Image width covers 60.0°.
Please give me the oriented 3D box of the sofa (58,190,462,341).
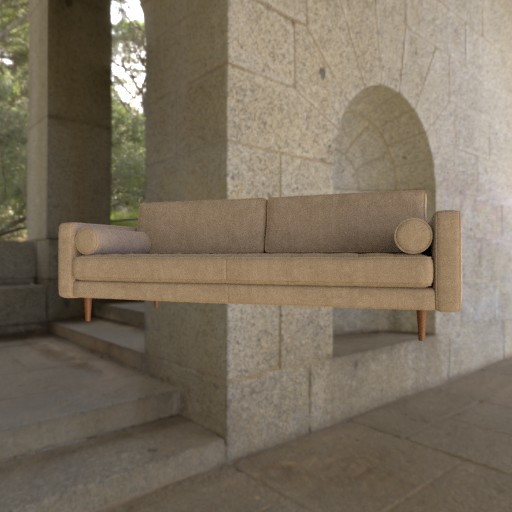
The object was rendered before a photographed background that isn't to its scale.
[{"bbox_3d":[0.000,0.000,2.666,2.200,0.770,0.919,0,0,19],"label":"sofa"}]
